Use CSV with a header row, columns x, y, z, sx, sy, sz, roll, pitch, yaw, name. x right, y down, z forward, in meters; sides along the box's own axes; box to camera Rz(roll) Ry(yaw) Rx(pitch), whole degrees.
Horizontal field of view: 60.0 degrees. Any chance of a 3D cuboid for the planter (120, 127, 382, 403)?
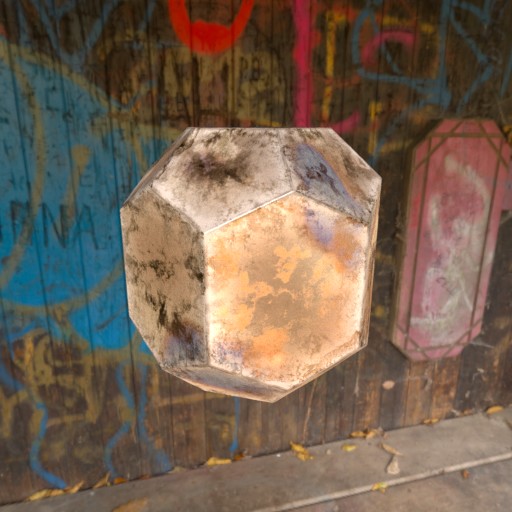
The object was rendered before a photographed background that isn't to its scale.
x,y,z,sx,sy,sz,roll,pitch,yaw,name
0.000,0.000,0.426,0.221,0.238,0.243,-15,22,-41,planter
